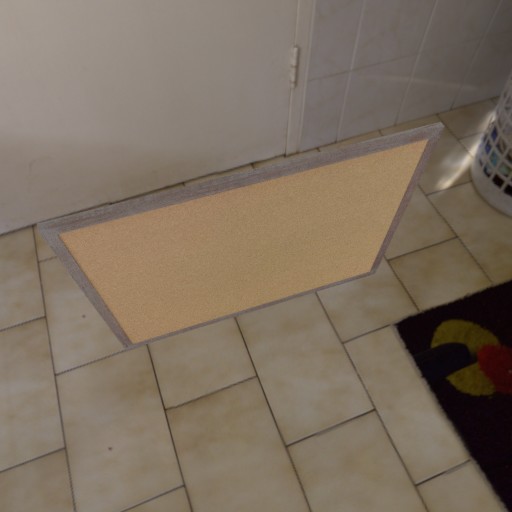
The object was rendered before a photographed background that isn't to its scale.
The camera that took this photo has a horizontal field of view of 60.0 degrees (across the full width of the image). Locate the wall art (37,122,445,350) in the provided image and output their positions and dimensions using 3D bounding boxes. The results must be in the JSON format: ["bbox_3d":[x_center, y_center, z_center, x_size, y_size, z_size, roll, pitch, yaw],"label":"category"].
[{"bbox_3d":[0.000,0.000,1.386,1.012,0.774,0.019,-16,60,-10],"label":"wall art"}]
